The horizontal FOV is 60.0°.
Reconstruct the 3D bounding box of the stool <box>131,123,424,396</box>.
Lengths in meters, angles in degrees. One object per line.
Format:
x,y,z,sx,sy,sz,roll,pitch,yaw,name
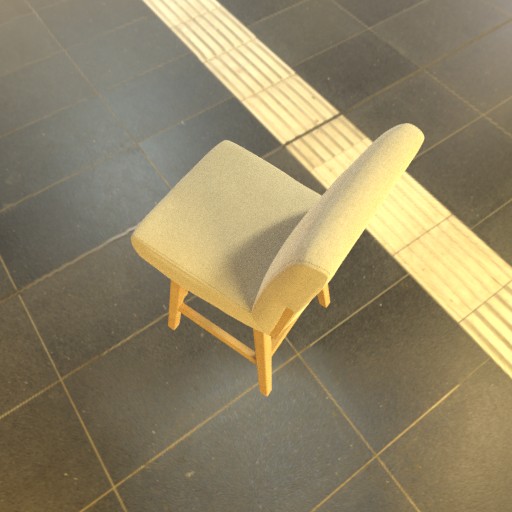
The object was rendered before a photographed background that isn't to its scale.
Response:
0.000,0.000,1.283,0.543,1.015,0.446,32,66,16,stool
